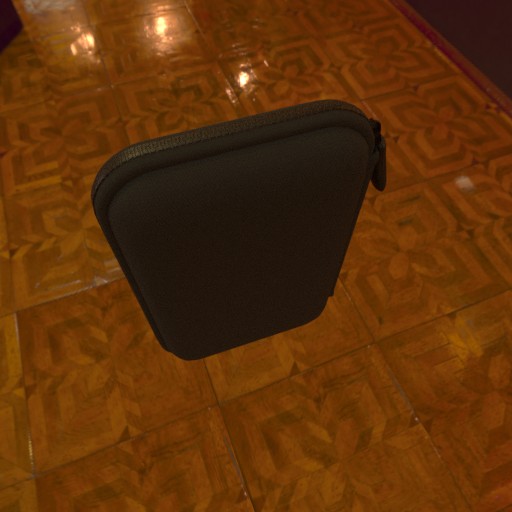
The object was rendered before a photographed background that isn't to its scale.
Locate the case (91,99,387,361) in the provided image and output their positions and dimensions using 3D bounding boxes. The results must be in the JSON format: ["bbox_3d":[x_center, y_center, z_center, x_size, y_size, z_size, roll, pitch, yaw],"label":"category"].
[{"bbox_3d":[0.000,0.000,0.192,0.107,0.147,0.030,-16,59,-10],"label":"case"}]
